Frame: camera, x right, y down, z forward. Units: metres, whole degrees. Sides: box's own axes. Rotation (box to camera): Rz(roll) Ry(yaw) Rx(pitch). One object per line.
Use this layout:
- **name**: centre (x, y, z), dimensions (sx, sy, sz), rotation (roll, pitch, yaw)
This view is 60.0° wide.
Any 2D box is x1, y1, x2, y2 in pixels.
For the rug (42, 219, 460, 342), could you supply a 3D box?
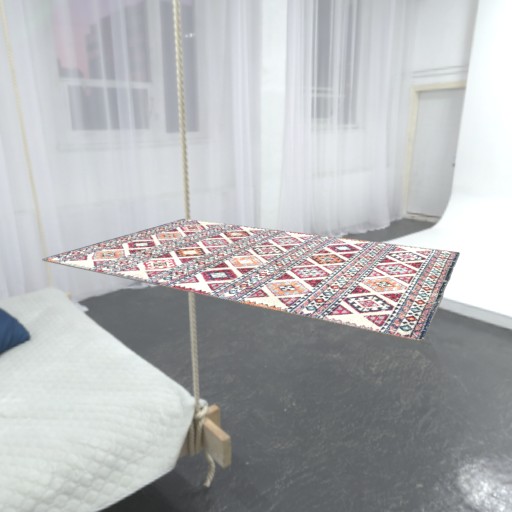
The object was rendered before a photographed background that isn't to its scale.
- **rug**: centre (0.000, 0.000, 3.038), dimensions (2.440, 0.010, 1.545), rotation (9, 19, 28)
